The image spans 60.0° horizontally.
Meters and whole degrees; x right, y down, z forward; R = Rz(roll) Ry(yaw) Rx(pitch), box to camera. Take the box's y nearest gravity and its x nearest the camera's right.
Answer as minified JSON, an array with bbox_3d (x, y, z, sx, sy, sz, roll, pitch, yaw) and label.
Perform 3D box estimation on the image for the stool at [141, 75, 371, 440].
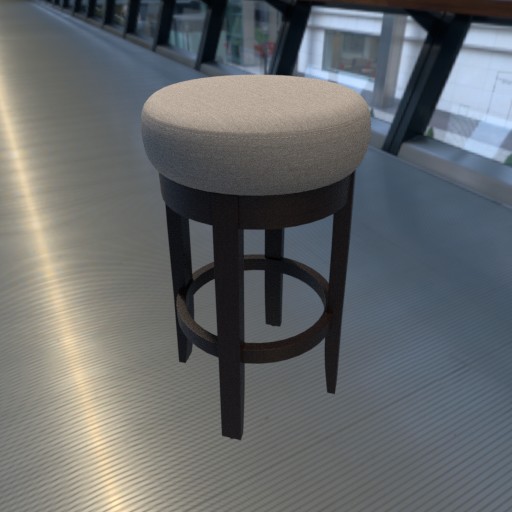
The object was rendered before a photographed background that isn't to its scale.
[{"bbox_3d":[0.000,0.000,1.034,0.443,0.757,0.443,0,32,0],"label":"stool"}]
